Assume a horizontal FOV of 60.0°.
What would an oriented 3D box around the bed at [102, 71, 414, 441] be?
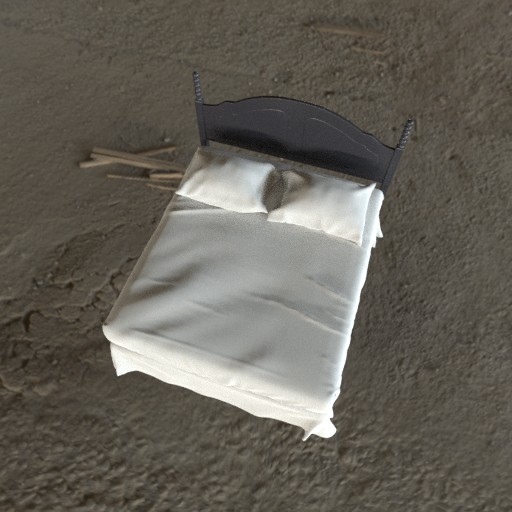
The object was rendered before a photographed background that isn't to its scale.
[{"bbox_3d":[0.000,0.000,3.282,1.873,1.356,2.040,16,61,9],"label":"bed"}]
